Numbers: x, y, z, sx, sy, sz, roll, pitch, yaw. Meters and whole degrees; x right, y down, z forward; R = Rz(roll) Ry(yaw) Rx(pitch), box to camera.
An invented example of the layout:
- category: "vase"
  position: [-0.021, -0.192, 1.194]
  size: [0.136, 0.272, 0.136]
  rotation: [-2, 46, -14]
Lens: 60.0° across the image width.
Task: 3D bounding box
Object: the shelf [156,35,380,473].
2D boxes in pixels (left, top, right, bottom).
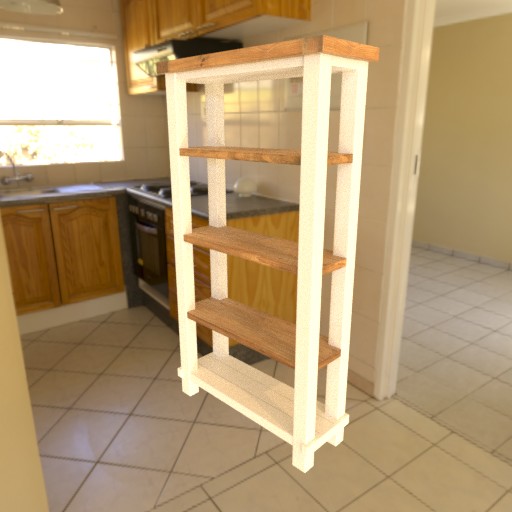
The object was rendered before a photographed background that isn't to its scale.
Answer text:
- category: "shelf"
  position: [0.000, 0.000, 2.262]
  size: [1.022, 1.878, 0.381]
  rotation: [16, 23, 42]
